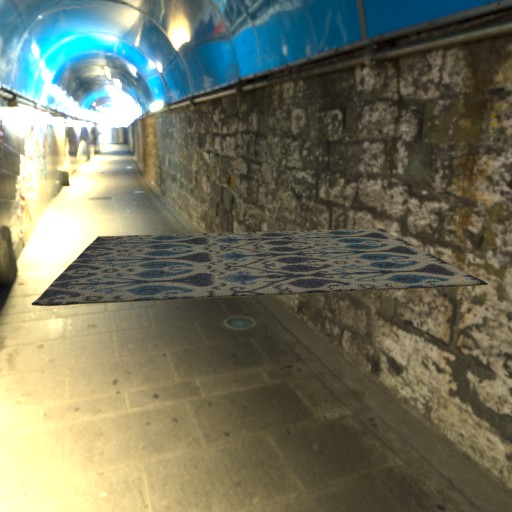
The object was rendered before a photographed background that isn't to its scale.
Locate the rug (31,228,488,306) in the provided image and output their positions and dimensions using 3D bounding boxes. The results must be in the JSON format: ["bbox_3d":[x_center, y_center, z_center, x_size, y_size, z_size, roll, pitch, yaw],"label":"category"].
[{"bbox_3d":[0.000,0.000,2.133,1.698,0.013,1.072,-2,16,-7],"label":"rug"}]
